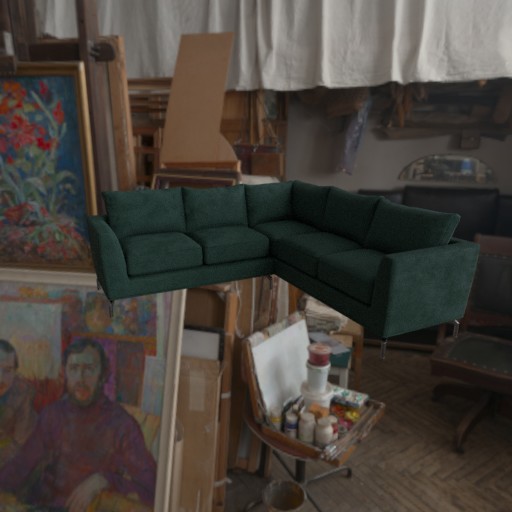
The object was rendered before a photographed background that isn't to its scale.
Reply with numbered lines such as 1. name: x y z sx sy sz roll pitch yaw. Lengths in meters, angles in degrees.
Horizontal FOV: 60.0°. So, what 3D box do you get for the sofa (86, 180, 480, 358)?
1. sofa: 0.000 0.000 3.824 2.468 1.004 2.452 -8 18 -25
